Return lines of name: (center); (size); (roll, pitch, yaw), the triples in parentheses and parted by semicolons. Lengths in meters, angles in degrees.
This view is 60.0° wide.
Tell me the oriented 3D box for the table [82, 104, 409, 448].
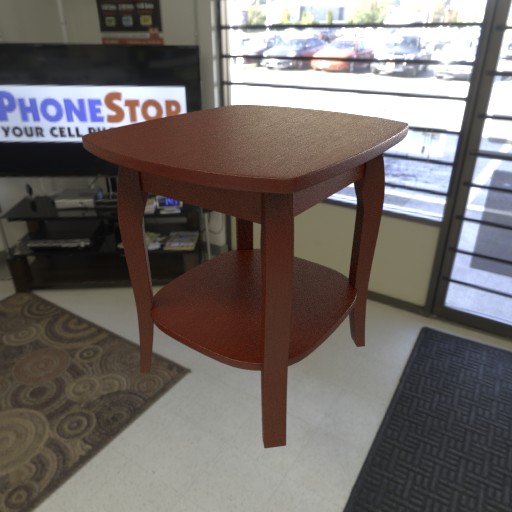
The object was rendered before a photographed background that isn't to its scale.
table: (0.000, 0.000, 0.883); (0.433, 0.496, 0.502); (18, 32, 32)
